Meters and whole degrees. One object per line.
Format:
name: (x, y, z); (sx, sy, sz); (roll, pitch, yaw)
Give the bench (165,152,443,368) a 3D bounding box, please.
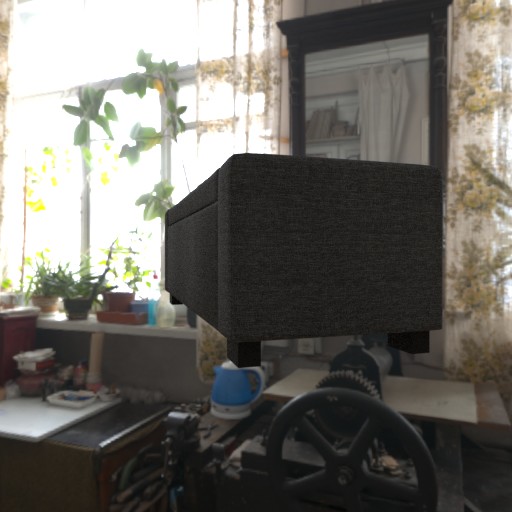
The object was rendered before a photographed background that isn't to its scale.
bench: (0.000, 0.000, 1.554); (0.508, 0.445, 1.296); (0, 0, -17)
